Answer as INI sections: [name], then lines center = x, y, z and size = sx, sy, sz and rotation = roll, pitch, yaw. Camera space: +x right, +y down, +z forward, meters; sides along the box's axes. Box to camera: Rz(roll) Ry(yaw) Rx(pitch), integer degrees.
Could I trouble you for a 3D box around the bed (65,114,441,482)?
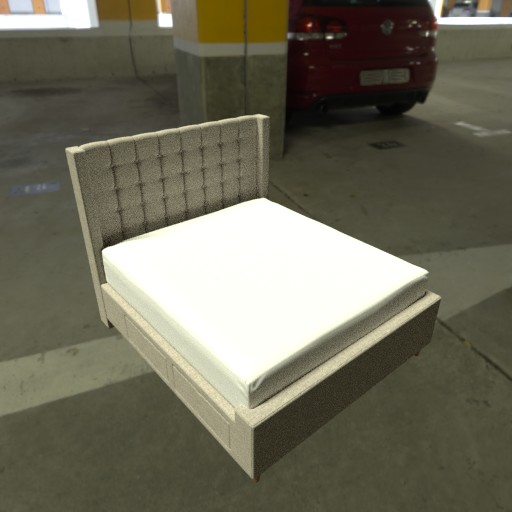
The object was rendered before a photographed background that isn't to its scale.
[bed]
center = 0.000, 0.000, 3.769
size = 2.044, 1.748, 2.372
rotation = -22, 36, -34
